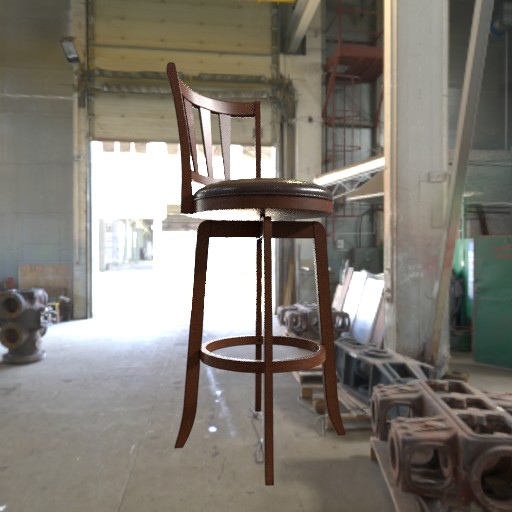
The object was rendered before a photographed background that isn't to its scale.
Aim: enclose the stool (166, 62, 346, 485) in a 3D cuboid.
[{"bbox_3d":[0.000,0.000,1.428,0.503,1.177,0.464,0,1,38],"label":"stool"}]
